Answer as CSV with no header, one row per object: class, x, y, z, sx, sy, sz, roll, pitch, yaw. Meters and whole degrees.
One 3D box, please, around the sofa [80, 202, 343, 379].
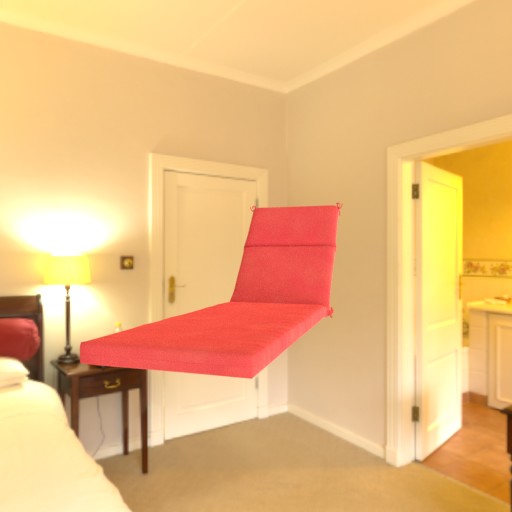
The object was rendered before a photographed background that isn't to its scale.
sofa,0.000,0.000,1.941,0.582,0.622,1.663,0,0,18
